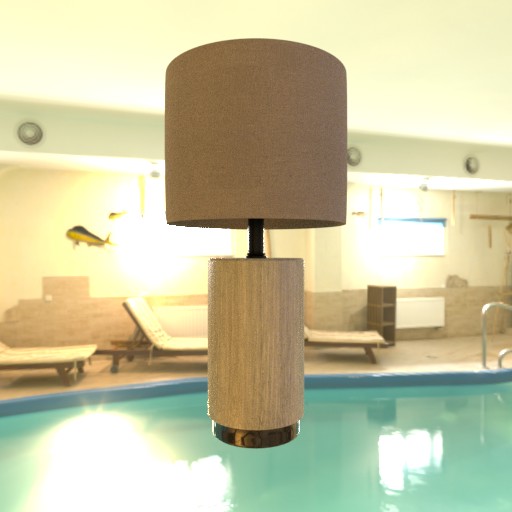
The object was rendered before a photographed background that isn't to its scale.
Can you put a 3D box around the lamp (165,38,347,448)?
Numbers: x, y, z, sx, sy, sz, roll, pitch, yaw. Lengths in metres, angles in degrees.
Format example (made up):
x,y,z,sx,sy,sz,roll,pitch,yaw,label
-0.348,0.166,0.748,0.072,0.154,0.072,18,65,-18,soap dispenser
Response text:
x,y,z,sx,sy,sz,roll,pitch,yaw,label
0.000,0.000,0.565,0.228,0.444,0.228,0,1,-36,lamp
